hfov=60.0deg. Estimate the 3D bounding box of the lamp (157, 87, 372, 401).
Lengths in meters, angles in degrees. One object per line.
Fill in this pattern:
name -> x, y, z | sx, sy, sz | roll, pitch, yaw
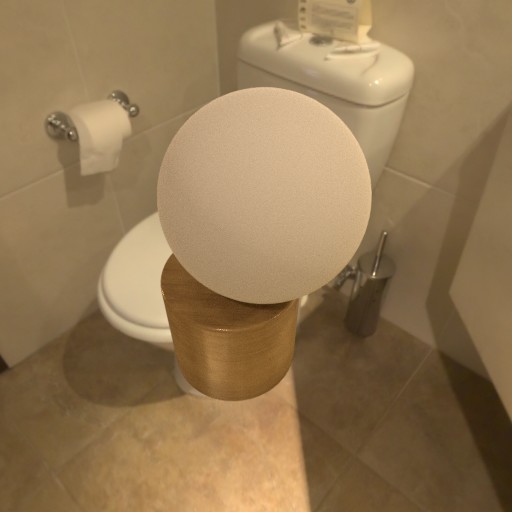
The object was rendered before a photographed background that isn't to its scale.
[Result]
lamp -> 0.000, 0.000, 0.339 | 0.152, 0.250, 0.141 | 3, 44, 3
